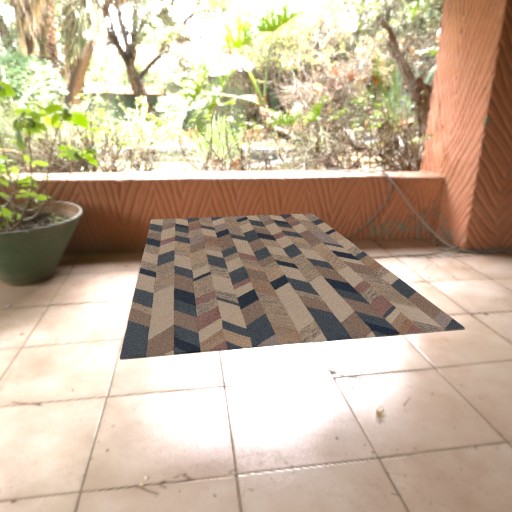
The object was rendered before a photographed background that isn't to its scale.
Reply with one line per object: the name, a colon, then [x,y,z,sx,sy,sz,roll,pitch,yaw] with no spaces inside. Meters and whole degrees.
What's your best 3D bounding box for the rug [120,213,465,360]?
rug: [0.000,0.000,2.994,1.513,0.008,2.423,-3,18,-9]
